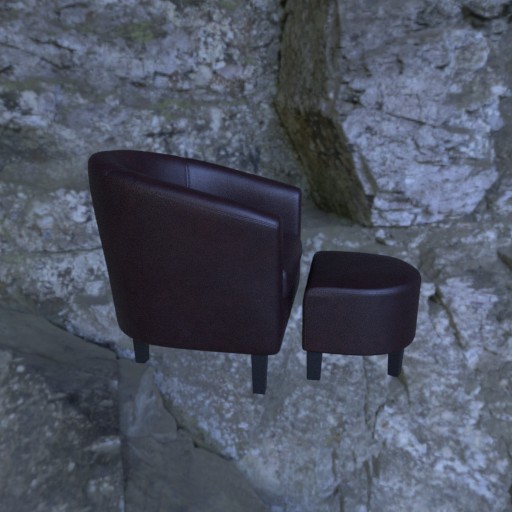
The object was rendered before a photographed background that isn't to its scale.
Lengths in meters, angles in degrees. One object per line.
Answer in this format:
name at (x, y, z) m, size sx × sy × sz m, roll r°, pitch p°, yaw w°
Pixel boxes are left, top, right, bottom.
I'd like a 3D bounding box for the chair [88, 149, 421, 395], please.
chair at (0.000, 0.000, 1.646) m, size 1.176 × 0.755 × 0.737 m, roll 3°, pitch 16°, yaw 10°
